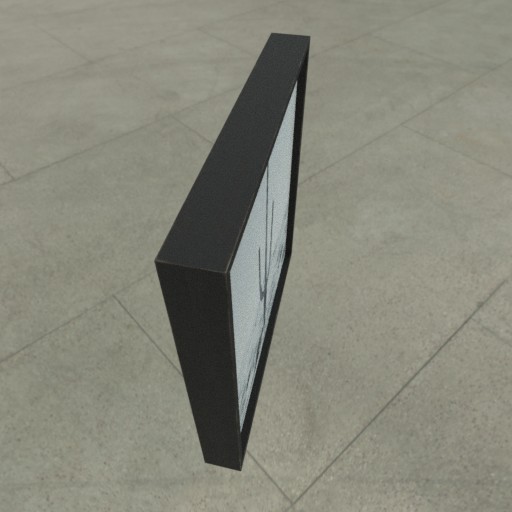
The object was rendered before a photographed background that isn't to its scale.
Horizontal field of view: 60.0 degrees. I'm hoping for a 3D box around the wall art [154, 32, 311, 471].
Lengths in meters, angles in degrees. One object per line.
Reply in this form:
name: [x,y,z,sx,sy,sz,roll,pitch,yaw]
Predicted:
wall art: [0.000,0.000,0.436,0.038,0.305,0.305,9,48,9]
